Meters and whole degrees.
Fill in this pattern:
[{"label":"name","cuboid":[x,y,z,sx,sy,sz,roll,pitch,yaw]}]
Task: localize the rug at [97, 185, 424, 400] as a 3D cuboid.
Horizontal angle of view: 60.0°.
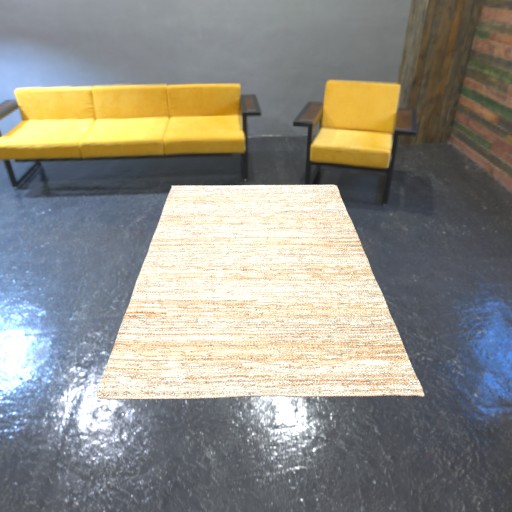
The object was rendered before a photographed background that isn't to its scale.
[{"label":"rug","cuboid":[0.000,0.000,3.068,1.529,0.009,2.446,0,32,-1]}]
